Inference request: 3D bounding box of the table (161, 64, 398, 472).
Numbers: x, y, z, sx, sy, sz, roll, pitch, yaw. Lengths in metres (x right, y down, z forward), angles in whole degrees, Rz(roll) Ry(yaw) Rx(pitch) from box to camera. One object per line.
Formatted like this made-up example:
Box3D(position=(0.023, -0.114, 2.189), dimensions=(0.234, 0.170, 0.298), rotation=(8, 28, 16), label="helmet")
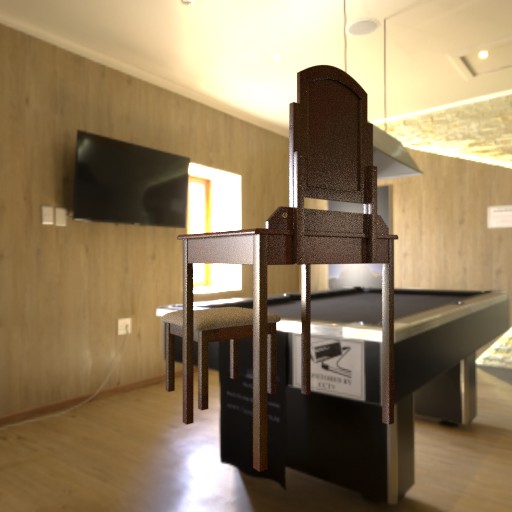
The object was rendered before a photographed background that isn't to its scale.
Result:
Box3D(position=(0.000, 0.000, 2.378), dimensions=(0.876, 1.631, 1.211), rotation=(0, 0, -37), label="table")
